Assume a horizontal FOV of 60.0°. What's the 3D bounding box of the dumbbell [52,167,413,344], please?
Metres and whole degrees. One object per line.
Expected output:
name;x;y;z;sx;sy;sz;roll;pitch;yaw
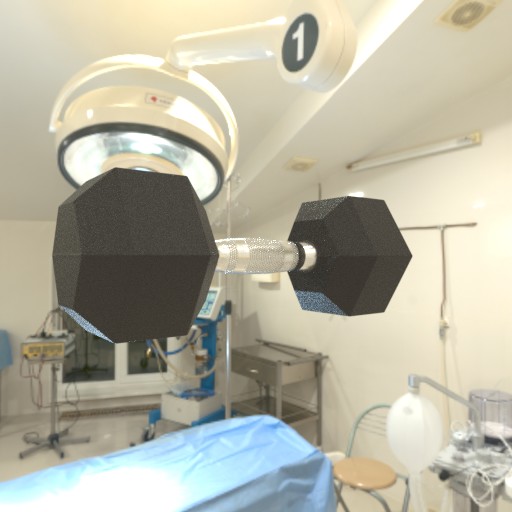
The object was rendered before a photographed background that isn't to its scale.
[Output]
dumbbell;0.000;0.000;0.388;0.315;0.113;0.129;0;0;-36
